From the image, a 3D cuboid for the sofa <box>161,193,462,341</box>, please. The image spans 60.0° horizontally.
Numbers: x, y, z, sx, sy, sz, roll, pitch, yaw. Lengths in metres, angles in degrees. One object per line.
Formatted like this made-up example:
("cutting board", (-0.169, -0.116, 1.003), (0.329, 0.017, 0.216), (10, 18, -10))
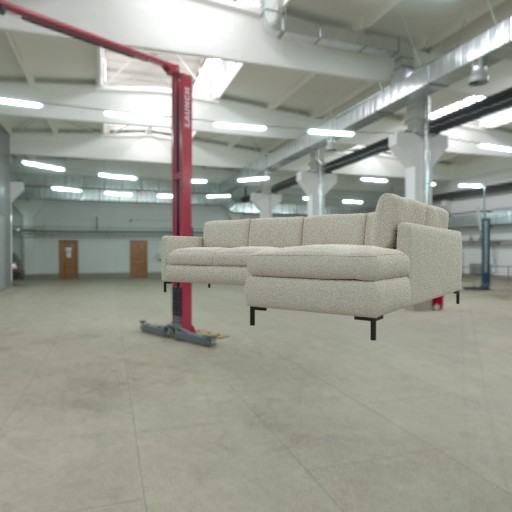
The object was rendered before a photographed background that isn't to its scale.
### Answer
("sofa", (0.000, 0.000, 3.822), (2.949, 0.815, 2.007), (0, 1, 36))
